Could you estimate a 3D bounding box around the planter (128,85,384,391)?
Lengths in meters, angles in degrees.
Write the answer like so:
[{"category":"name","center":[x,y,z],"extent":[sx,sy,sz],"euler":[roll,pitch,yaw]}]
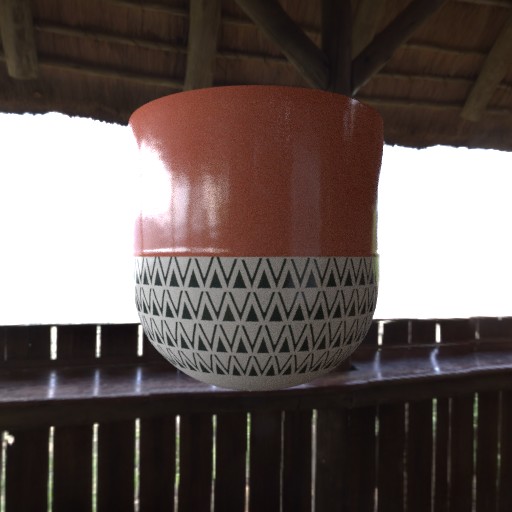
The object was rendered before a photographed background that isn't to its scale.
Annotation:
[{"category":"planter","center":[0.000,0.000,0.481],"extent":[0.266,0.270,0.266],"euler":[0,0,0]}]
